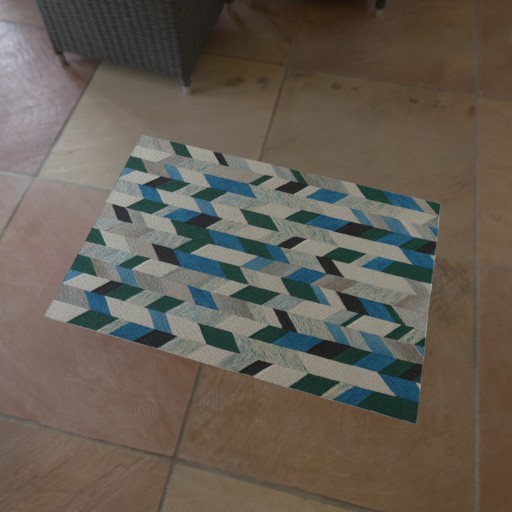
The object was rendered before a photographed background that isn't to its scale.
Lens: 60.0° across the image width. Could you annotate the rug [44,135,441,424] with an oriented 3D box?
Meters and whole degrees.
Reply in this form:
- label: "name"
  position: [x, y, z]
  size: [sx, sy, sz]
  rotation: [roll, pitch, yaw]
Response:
- label: "rug"
  position: [0.000, 0.000, 2.341]
  size: [1.827, 0.005, 1.229]
  rotation: [14, 63, 7]
